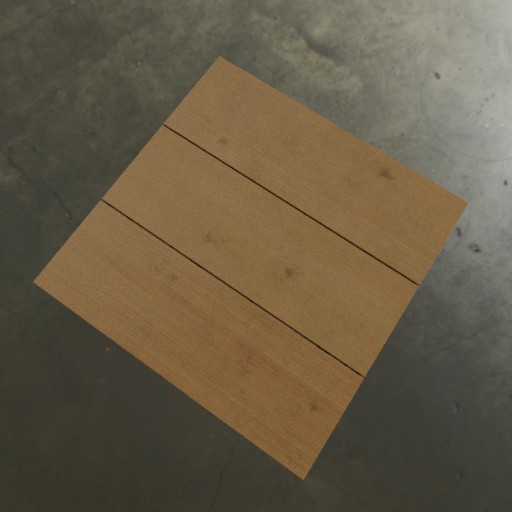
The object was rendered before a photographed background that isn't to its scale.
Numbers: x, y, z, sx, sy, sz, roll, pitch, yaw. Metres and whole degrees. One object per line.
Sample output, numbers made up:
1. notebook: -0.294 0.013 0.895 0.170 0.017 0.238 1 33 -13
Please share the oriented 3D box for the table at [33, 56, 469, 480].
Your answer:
1. table: 0.000 0.000 1.747 1.100 0.400 1.100 33 78 8
